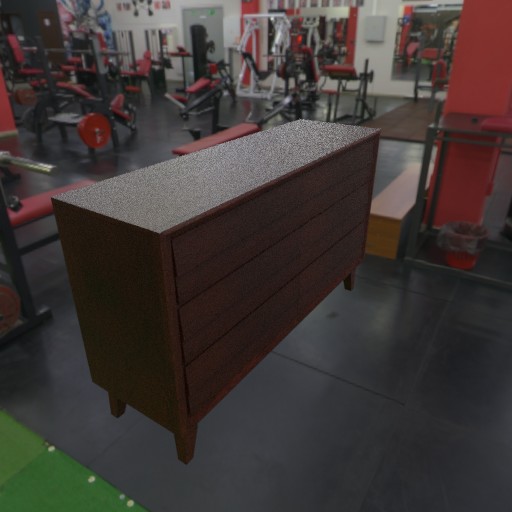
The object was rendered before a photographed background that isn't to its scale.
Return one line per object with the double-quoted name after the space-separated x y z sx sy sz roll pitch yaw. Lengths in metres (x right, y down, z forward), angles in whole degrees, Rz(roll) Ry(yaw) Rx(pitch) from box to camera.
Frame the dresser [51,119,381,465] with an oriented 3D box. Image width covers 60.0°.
0.000 0.000 2.106 0.499 0.971 1.609 18 32 30 "dresser"
